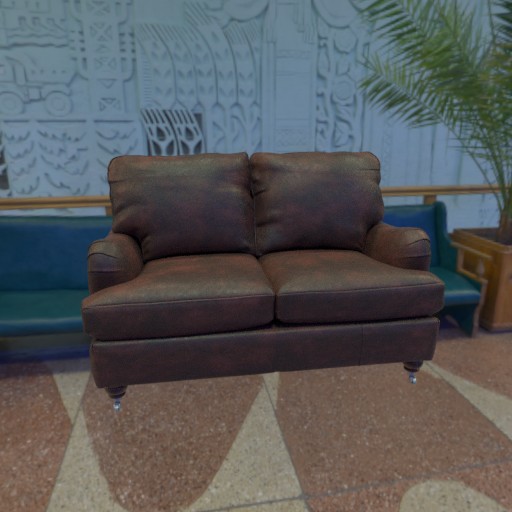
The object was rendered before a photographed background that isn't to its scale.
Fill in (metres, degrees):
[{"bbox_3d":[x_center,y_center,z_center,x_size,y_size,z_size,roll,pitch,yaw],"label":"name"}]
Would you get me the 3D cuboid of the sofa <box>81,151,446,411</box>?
[{"bbox_3d":[0.000,0.000,2.400,1.628,1.070,1.148,-3,18,-8],"label":"sofa"}]
